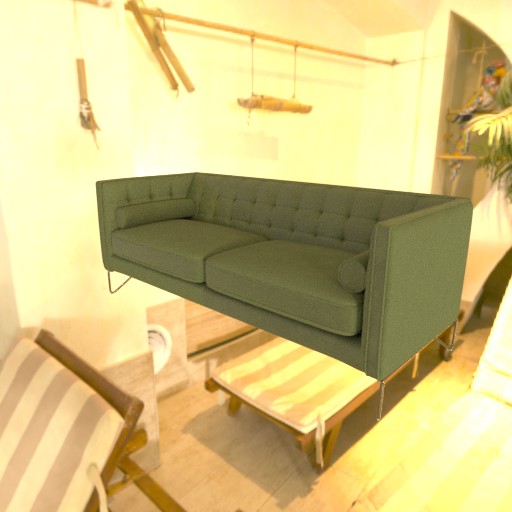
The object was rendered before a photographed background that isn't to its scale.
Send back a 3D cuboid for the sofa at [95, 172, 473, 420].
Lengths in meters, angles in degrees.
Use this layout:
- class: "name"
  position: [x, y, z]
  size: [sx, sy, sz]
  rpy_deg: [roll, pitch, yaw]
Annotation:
- class: "sofa"
  position: [0.000, 0.000, 2.561]
  size: [2.087, 0.789, 0.867]
  rpy_deg: [14, 21, 41]
